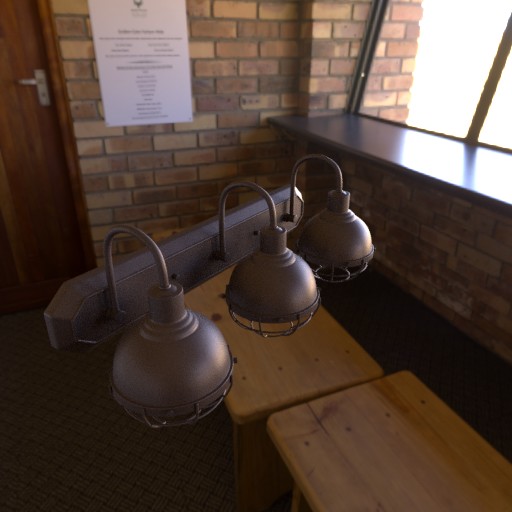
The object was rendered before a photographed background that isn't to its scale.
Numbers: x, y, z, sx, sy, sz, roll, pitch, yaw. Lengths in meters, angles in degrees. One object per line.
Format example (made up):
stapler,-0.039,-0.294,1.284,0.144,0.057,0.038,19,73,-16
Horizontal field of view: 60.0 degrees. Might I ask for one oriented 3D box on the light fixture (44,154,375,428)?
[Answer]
light fixture,0.000,0.000,0.753,0.229,0.254,0.634,17,31,32
